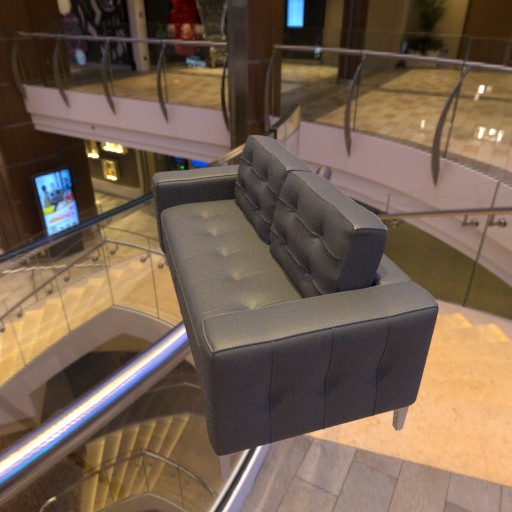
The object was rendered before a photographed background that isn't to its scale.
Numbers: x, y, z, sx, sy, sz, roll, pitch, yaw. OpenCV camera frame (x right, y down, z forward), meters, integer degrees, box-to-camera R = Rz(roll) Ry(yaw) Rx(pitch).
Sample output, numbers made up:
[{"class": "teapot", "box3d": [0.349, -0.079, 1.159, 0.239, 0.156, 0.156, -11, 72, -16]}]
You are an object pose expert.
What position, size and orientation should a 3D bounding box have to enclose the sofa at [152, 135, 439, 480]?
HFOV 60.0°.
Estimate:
[{"class": "sofa", "box3d": [0.000, 0.000, 2.207, 0.833, 0.893, 1.726, -9, 31, -15]}]
